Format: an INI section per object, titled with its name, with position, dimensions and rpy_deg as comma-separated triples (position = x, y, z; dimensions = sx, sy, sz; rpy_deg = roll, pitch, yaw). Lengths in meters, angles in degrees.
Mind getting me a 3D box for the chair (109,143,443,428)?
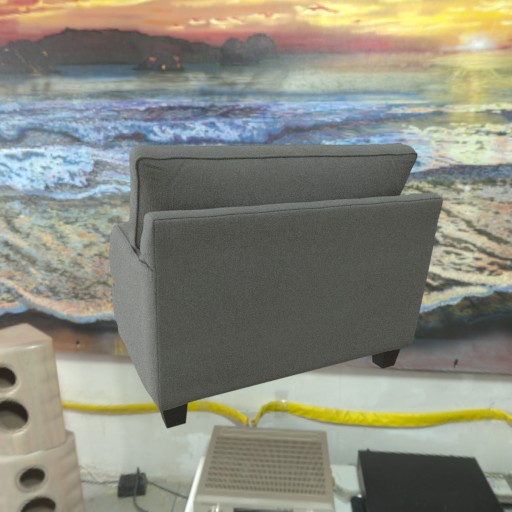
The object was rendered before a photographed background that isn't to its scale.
[chair]
position = 0.000, 0.000, 2.056
dimensions = 1.220, 1.016, 1.041
rpy_deg = -7, 16, -25
